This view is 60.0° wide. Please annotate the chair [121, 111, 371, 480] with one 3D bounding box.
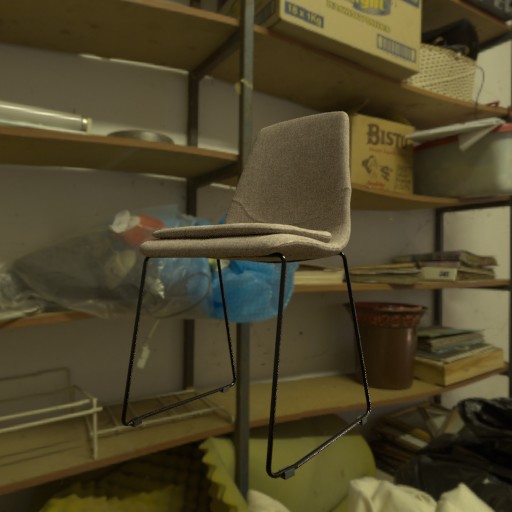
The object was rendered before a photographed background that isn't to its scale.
[{"bbox_3d":[0.000,0.000,1.163,0.479,0.858,0.518,0,-1,36],"label":"chair"}]
